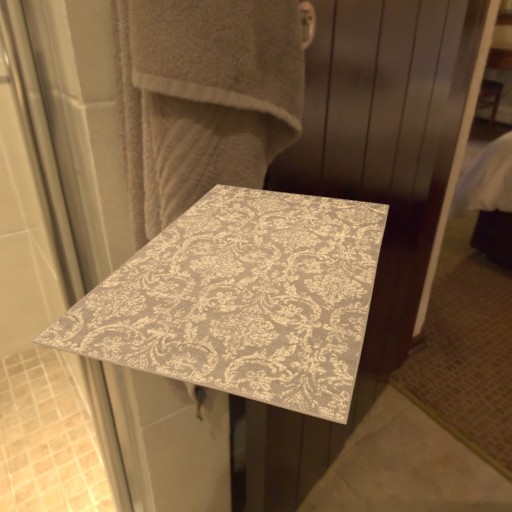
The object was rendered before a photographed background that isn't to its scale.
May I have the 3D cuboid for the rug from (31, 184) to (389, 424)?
[{"bbox_3d":[0.000,0.000,3.439,1.819,0.018,2.746,9,31,16],"label":"rug"}]
